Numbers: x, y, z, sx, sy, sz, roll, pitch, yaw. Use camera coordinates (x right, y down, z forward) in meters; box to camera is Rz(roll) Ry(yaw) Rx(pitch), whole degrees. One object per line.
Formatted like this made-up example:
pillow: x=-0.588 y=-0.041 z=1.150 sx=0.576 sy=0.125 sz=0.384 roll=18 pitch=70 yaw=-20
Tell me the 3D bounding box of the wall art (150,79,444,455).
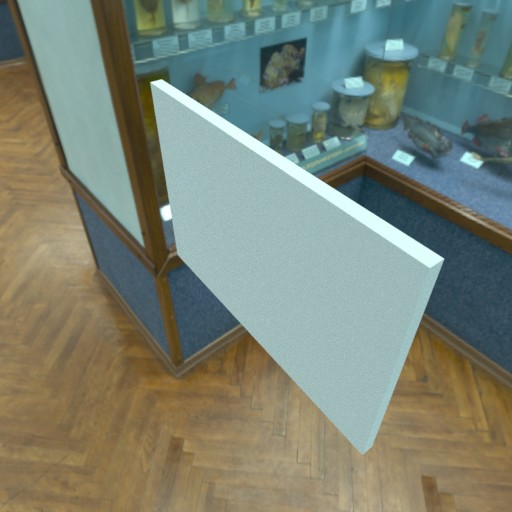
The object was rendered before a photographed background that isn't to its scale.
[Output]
wall art: x=0.000 y=0.000 z=1.647 sx=0.051 sy=0.902 sz=1.308 roll=-27 pitch=48 yaw=-26
